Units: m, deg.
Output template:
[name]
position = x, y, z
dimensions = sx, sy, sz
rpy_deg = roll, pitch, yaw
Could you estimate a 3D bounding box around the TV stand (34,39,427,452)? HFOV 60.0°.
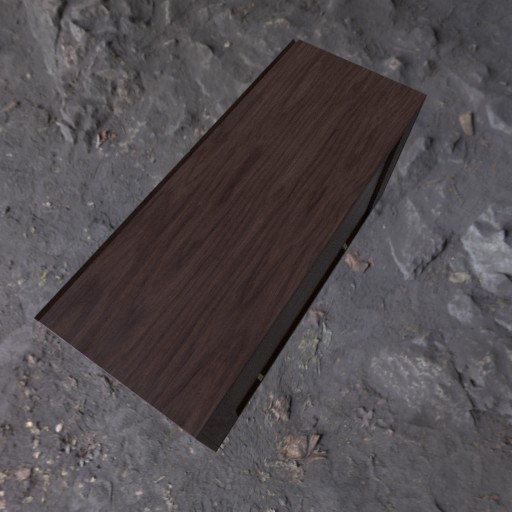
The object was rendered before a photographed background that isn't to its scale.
[TV stand]
position = 0.000, 0.000, 1.305
dimensions = 0.405, 0.660, 0.990
rpy_deg = 31, 67, 14
